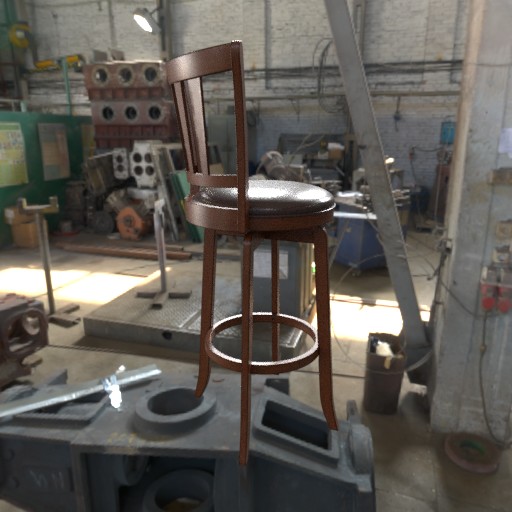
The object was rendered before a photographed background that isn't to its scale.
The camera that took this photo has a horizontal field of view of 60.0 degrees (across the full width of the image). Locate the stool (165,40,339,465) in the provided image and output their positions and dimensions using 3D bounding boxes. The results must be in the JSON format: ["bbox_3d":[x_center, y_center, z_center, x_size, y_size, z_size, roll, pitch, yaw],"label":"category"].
[{"bbox_3d":[0.000,0.000,1.431,0.503,1.177,0.464,-8,18,-26],"label":"stool"}]
